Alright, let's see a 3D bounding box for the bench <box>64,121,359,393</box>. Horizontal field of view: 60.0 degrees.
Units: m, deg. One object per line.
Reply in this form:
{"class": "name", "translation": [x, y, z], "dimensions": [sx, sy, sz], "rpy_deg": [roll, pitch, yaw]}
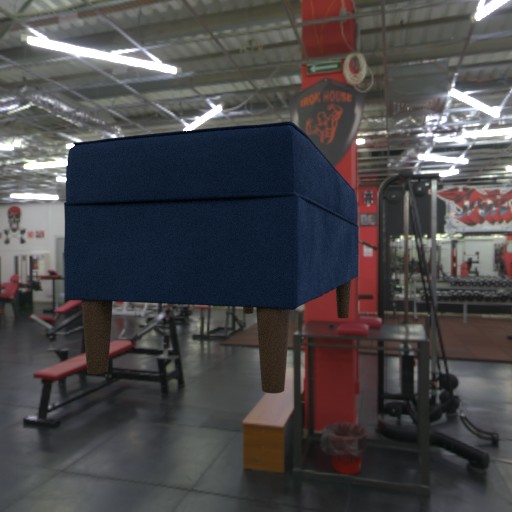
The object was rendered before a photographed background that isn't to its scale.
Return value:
{"class": "bench", "translation": [0.000, 0.000, 1.279], "dimensions": [0.489, 0.467, 1.010], "rpy_deg": [0, 1, 19]}
